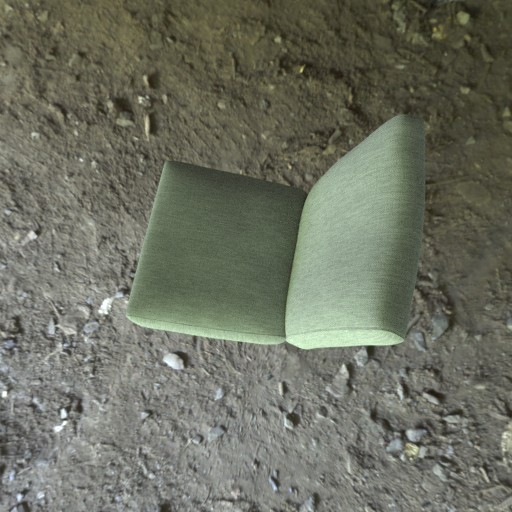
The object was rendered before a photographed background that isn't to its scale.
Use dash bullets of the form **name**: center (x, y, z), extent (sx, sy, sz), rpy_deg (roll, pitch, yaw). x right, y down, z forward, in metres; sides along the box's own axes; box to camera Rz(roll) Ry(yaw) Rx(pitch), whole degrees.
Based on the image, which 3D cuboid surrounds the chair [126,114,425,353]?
- **chair**: center (0.000, 0.000, 1.233), extent (0.629, 0.884, 0.487), rpy_deg (10, 75, 3)
